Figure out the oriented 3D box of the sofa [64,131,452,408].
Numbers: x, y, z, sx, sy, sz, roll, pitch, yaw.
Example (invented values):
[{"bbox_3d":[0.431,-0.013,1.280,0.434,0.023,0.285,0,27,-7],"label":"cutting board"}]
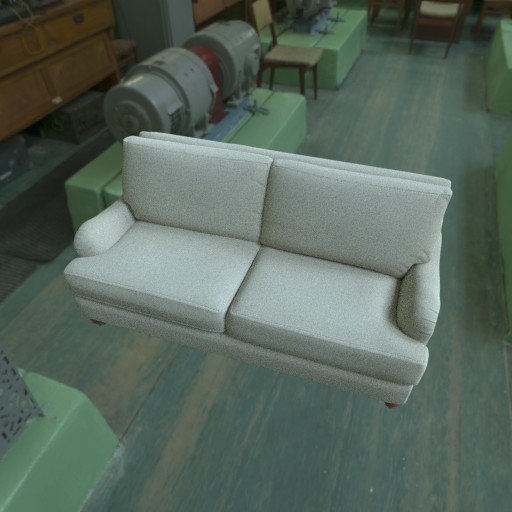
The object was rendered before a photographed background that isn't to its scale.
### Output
[{"bbox_3d":[0.000,0.000,2.672,2.070,0.997,1.091,12,43,14],"label":"sofa"}]
